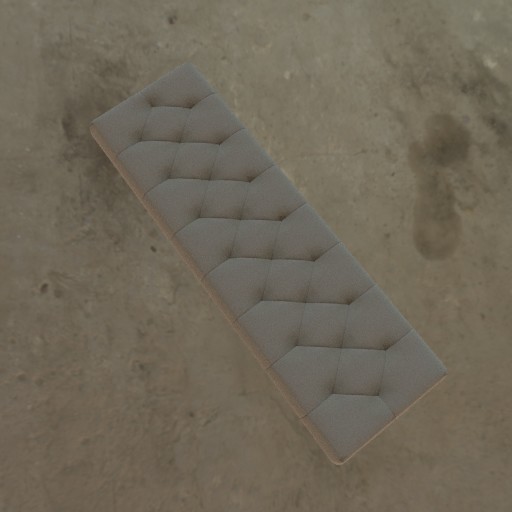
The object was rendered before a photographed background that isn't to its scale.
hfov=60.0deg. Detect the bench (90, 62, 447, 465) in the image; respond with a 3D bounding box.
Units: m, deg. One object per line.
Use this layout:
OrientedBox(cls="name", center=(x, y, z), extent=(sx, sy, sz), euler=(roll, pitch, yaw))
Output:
OrientedBox(cls="bench", center=(0.000, 0.000, 1.745), extent=(0.479, 0.488, 1.488), euler=(-36, 78, -9))
